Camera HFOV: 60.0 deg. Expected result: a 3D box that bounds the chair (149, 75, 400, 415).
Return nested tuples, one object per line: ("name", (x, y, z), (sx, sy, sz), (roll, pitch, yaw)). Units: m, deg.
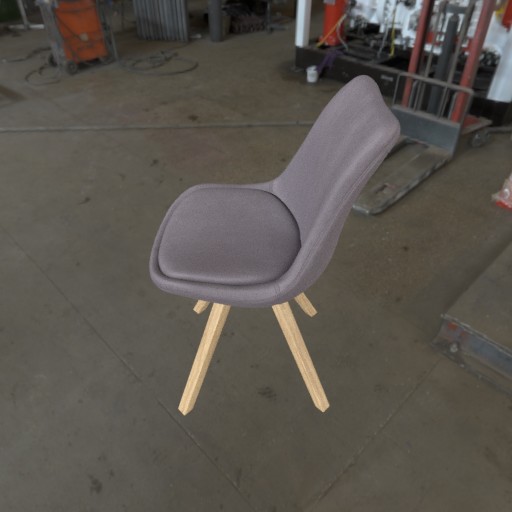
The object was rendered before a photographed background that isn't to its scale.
("chair", (0.000, 0.000, 1.191), (0.547, 0.865, 0.483), (0, 40, 0))
